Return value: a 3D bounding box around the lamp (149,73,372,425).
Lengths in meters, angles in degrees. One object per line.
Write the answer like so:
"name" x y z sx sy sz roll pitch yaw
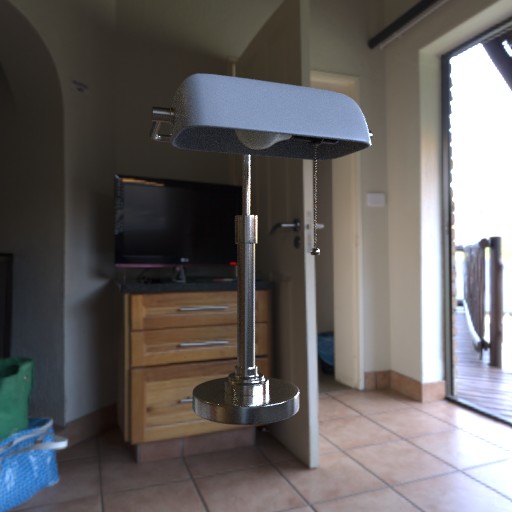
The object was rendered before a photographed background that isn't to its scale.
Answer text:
"lamp" 0.000 0.000 0.563 0.269 0.404 0.227 0 -1 -19
